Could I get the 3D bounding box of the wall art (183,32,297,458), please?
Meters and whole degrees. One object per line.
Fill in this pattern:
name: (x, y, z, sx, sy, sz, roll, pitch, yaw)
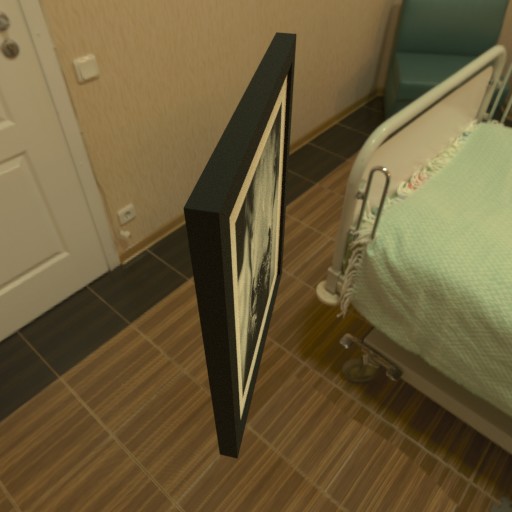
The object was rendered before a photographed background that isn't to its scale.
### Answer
wall art: (0.000, 0.000, 0.746, 0.033, 0.559, 0.457, 9, 46, 9)
